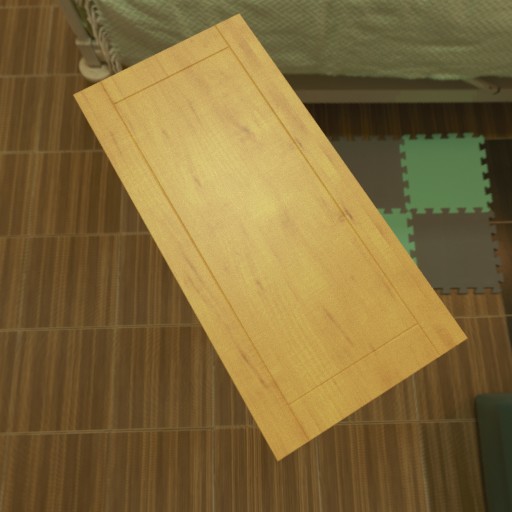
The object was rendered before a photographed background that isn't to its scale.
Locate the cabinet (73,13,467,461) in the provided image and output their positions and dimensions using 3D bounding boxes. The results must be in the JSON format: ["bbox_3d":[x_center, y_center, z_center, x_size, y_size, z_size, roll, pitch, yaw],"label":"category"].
[{"bbox_3d":[0.000,0.000,1.372,0.450,0.840,0.920,-30,77,-7],"label":"cabinet"}]
